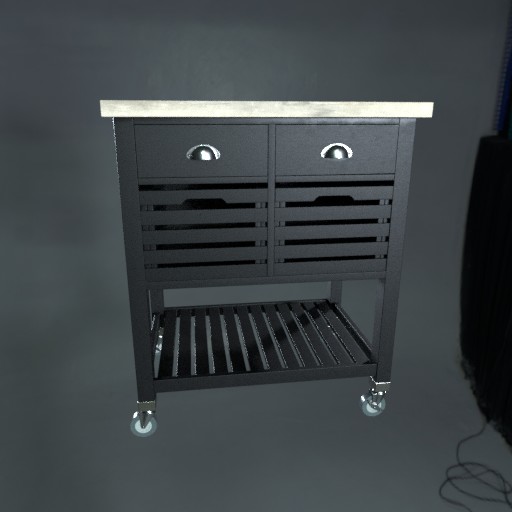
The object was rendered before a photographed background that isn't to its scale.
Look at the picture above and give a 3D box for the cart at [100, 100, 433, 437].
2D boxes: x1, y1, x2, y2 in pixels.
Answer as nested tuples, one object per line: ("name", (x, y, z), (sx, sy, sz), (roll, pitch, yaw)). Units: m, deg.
("cart", (0.000, 0.000, 1.431), (0.797, 0.920, 0.567), (-2, 17, -8))
